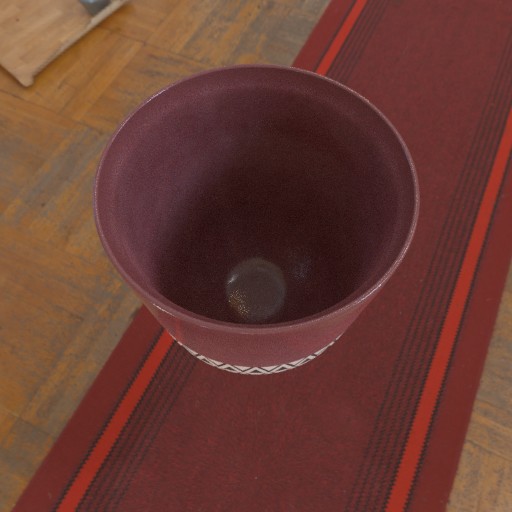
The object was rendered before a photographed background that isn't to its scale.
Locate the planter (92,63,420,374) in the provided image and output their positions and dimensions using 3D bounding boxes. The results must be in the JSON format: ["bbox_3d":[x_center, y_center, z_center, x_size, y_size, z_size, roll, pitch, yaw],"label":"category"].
[{"bbox_3d":[0.000,0.000,0.362,0.195,0.214,0.195,0,63,0],"label":"planter"}]
